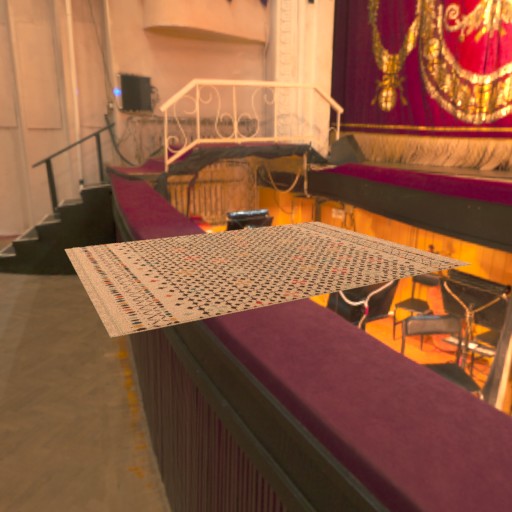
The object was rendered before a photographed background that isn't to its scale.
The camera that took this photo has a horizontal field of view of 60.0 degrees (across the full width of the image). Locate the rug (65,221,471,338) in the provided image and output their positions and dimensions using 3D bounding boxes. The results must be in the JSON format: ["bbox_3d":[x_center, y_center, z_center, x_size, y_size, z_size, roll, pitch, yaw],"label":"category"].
[{"bbox_3d":[0.000,0.000,2.092,1.556,0.006,1.146,-8,17,-28],"label":"rug"}]
